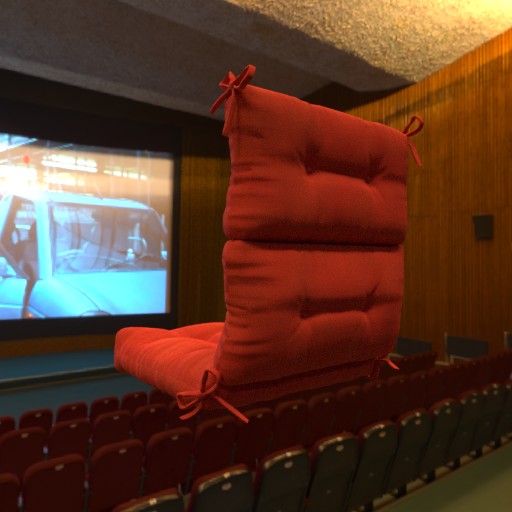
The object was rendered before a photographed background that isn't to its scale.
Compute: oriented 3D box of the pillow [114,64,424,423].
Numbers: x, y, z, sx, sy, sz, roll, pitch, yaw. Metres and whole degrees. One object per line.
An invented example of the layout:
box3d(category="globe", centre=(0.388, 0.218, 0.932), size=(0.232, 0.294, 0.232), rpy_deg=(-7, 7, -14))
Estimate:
box3d(category="pillow", centre=(0.000, 0.000, 1.017), size=(0.519, 0.605, 0.571), rpy_deg=(1, -1, -38))
